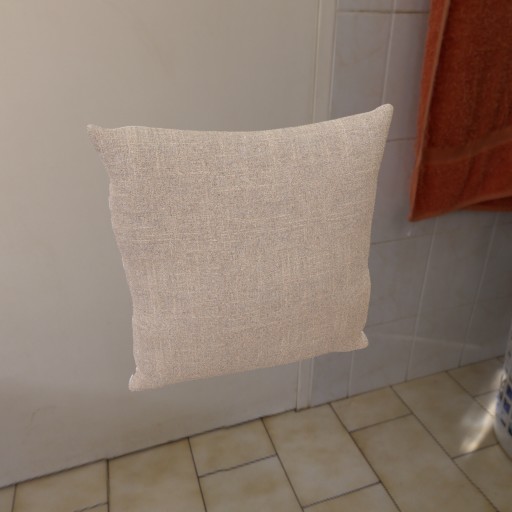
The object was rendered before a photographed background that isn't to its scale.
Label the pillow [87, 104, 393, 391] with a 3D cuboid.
[{"bbox_3d":[0.000,0.000,0.696,0.439,0.440,0.182,-8,28,-15],"label":"pillow"}]
